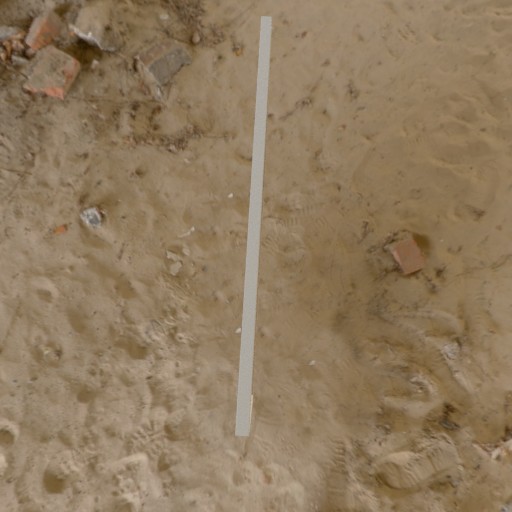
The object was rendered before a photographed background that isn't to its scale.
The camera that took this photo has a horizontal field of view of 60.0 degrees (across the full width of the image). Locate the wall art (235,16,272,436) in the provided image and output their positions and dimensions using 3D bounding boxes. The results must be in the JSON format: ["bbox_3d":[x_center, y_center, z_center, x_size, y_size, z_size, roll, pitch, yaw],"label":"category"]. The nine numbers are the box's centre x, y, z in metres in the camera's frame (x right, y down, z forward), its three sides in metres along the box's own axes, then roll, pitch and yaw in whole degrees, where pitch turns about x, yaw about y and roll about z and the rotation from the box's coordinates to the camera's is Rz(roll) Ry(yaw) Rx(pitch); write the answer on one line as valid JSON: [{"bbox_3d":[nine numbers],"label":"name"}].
[{"bbox_3d":[0.000,0.000,0.679,0.012,0.457,0.457,3,75,1],"label":"wall art"}]
